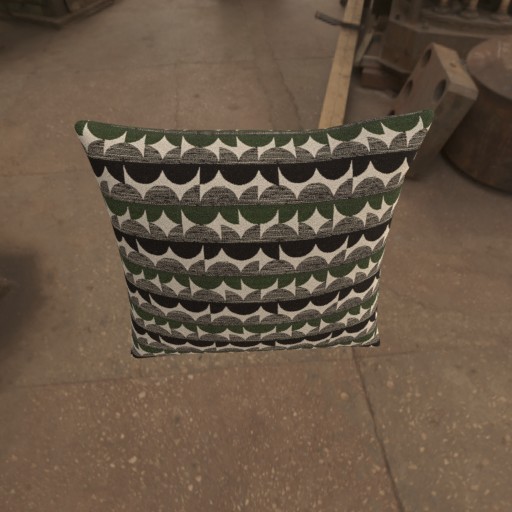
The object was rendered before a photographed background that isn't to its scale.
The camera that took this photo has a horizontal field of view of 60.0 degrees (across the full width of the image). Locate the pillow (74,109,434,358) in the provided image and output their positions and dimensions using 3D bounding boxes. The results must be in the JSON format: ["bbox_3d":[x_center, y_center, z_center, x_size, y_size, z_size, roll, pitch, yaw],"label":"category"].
[{"bbox_3d":[0.000,0.000,0.628,0.419,0.404,0.180,-2,46,-2],"label":"pillow"}]
